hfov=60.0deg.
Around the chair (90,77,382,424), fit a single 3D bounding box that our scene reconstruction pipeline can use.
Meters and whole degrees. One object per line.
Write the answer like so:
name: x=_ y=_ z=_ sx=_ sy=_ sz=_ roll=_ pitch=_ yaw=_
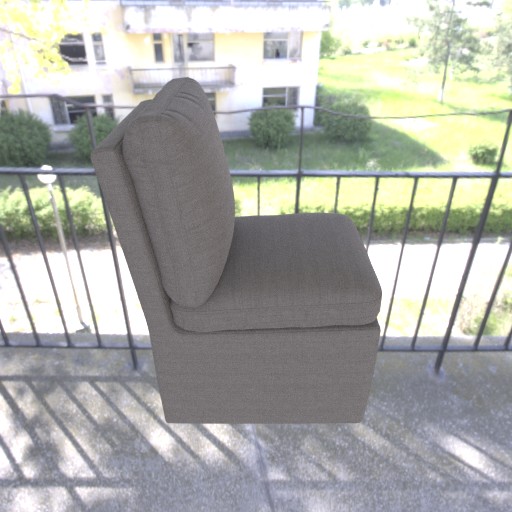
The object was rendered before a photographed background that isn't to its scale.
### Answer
chair: x=0.000 y=0.000 z=1.316 sx=0.698 sy=0.927 sz=0.503 roll=0 pitch=31 yaw=0
